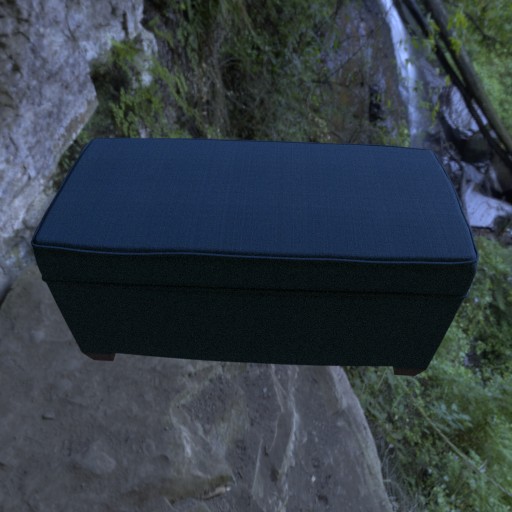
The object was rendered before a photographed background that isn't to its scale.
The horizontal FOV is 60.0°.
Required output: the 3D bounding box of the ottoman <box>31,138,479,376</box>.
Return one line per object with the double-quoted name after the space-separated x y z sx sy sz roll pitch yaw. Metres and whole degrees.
0.000 0.000 1.195 0.943 0.474 0.474 2 45 2 "ottoman"
